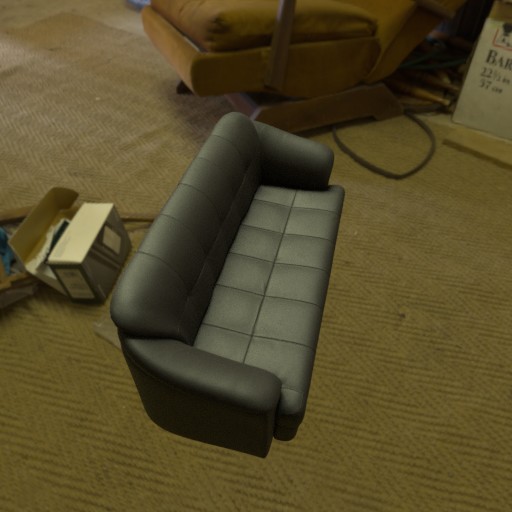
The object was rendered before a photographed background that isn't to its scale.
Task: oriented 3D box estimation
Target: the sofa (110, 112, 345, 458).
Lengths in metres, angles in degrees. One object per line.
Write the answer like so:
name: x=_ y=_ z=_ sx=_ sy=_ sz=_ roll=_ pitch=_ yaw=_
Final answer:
sofa: x=0.000 y=0.000 z=2.348 sx=0.800 sy=0.811 sz=1.829 roll=10 pitch=46 yaw=10
